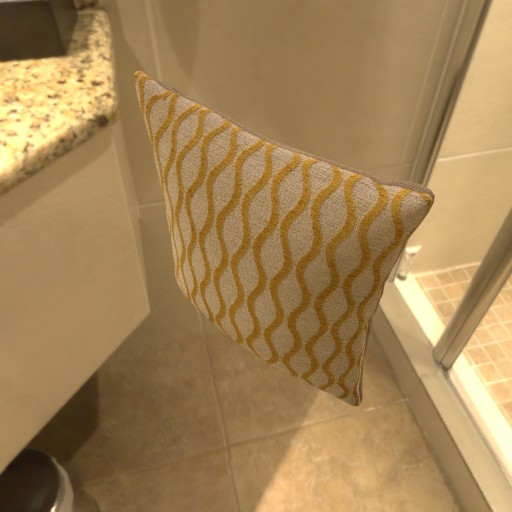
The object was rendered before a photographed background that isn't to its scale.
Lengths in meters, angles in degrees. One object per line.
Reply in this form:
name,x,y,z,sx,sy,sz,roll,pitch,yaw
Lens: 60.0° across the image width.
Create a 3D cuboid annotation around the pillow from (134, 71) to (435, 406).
pillow,0.000,0.000,0.655,0.429,0.436,0.159,30,54,25
